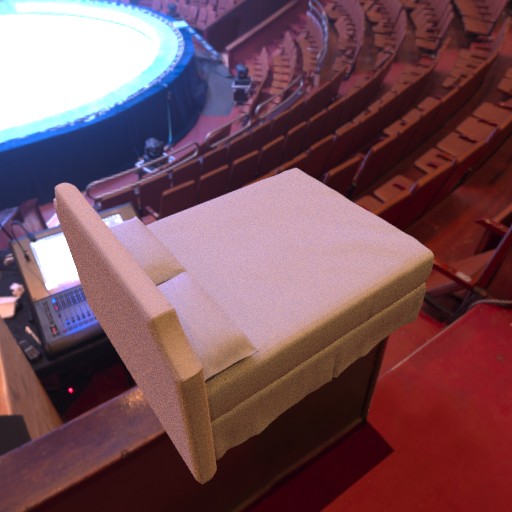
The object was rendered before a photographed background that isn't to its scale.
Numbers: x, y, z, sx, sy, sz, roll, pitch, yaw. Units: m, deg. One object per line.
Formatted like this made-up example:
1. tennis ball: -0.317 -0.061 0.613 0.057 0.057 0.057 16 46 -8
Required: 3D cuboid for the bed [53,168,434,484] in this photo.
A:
1. bed: 0.000 0.000 3.251 2.164 1.297 1.828 -26 47 -27
